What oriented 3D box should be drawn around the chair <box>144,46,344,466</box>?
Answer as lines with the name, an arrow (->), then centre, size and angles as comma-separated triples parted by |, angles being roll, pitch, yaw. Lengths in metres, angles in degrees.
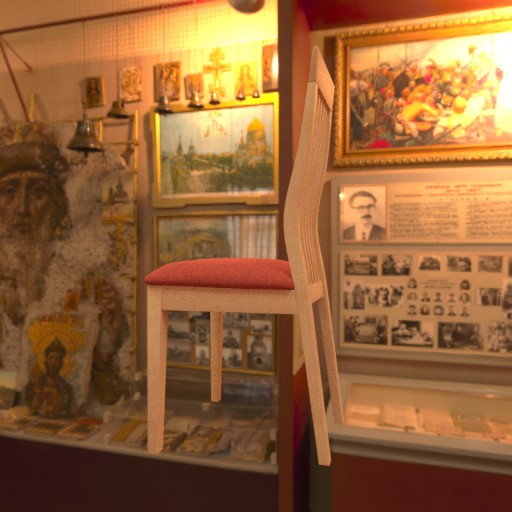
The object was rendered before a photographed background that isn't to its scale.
chair -> 0.000, 0.000, 1.285 | 0.474, 1.027, 0.460 | 0, 2, 18
